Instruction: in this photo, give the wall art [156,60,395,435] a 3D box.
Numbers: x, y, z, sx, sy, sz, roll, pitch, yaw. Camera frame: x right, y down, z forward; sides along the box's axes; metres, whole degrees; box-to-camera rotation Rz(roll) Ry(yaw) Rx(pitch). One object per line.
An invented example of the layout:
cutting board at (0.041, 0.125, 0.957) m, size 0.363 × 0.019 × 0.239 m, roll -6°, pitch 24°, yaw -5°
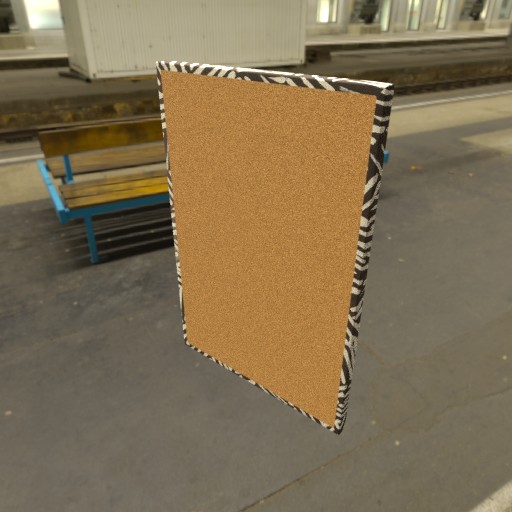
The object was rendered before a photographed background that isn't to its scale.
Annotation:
wall art at (0.000, 0.000, 1.181) m, size 0.615 × 0.918 × 0.035 m, roll 21°, pitch 36°, yaw 33°
